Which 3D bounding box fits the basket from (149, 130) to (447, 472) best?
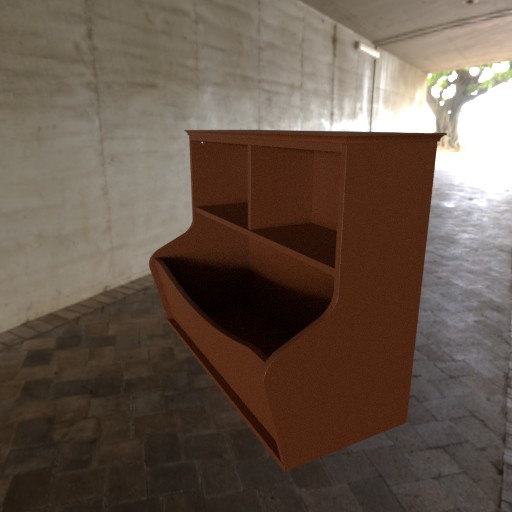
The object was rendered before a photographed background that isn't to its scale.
[{"bbox_3d":[0.000,0.000,1.153,0.376,0.625,0.792,-8,18,-26],"label":"basket"}]
